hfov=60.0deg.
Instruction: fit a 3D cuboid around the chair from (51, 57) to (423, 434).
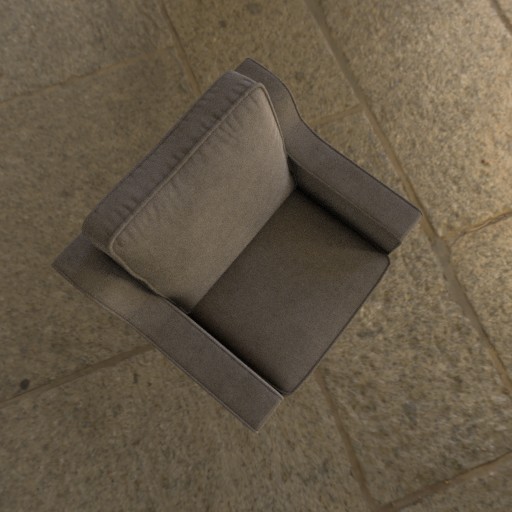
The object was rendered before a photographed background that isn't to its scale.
[{"bbox_3d":[0.000,0.000,1.616,0.840,0.944,0.926,38,79,9],"label":"chair"}]
